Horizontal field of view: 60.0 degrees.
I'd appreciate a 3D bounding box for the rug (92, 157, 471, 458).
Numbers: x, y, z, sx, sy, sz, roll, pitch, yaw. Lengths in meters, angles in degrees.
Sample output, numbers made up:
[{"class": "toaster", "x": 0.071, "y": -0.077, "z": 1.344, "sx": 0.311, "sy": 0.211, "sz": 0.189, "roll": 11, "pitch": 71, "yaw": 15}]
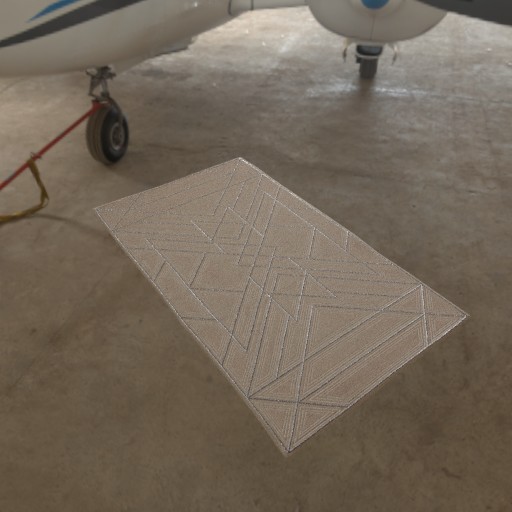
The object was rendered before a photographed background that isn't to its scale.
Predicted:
[{"class": "rug", "x": 0.000, "y": 0.000, "z": 1.094, "sx": 0.511, "sy": 0.008, "sz": 0.869, "roll": -26, "pitch": 47, "yaw": -26}]
